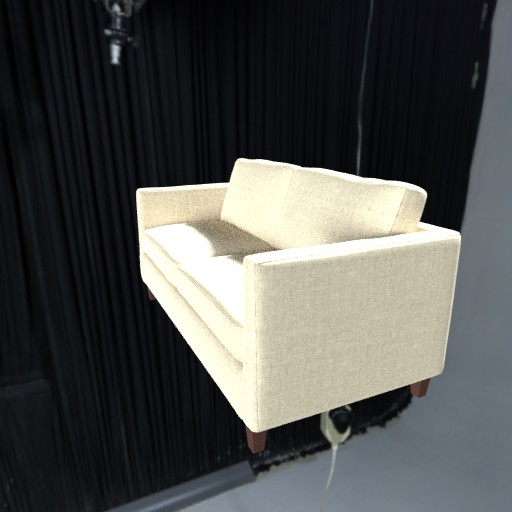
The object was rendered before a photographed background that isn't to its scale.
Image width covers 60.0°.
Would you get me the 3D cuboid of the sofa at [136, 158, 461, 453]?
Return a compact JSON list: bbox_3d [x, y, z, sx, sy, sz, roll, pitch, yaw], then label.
[{"bbox_3d":[0.000,0.000,2.435,0.950,0.963,1.884,-8,18,-25],"label":"sofa"}]
